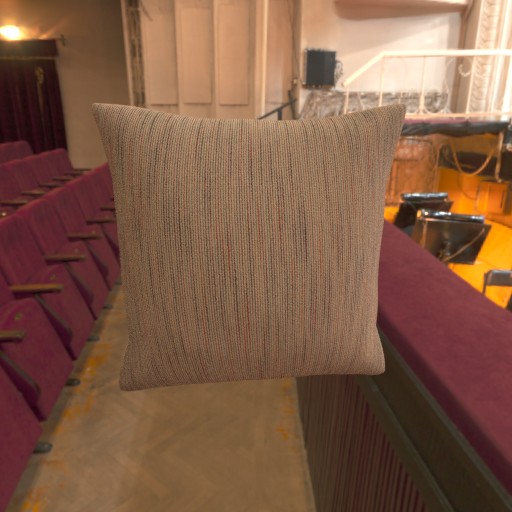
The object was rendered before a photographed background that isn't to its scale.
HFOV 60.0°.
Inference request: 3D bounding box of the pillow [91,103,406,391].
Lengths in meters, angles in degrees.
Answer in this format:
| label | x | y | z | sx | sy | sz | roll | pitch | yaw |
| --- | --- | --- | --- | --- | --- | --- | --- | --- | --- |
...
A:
| label | x | y | z | sx | sy | sz | roll | pitch | yaw |
| --- | --- | --- | --- | --- | --- | --- | --- | --- | --- |
| pillow | 0.000 | 0.000 | 0.777 | 0.512 | 0.506 | 0.178 | -2 | 18 | -6 |
